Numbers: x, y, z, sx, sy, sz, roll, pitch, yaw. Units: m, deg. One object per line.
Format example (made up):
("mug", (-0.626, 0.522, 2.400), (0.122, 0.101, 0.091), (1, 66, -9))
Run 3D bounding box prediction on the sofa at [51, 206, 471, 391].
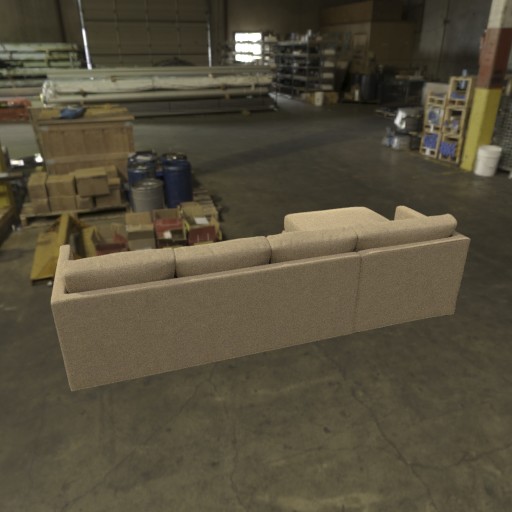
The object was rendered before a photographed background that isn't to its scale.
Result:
("sofa", (0.000, 0.000, 3.962), (3.198, 0.920, 1.638), (-8, 26, -17))
